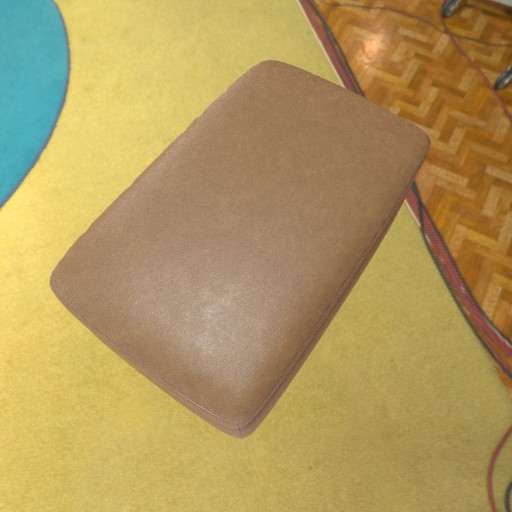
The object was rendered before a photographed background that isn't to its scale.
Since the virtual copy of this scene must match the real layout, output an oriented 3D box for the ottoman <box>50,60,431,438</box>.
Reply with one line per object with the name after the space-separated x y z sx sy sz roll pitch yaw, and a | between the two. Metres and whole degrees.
0.000 0.000 0.964 0.420 0.480 0.670 32 68 15 | ottoman
